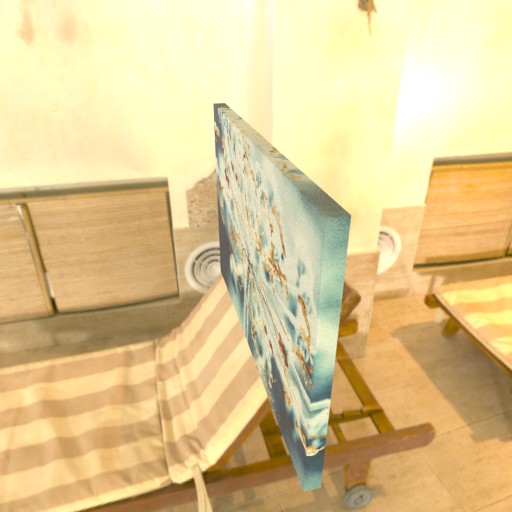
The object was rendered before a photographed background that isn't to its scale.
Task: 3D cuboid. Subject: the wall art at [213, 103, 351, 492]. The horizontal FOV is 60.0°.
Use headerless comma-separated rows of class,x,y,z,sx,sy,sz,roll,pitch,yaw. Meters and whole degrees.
wall art,0.000,0.000,1.148,0.038,0.608,0.912,-7,30,-13
